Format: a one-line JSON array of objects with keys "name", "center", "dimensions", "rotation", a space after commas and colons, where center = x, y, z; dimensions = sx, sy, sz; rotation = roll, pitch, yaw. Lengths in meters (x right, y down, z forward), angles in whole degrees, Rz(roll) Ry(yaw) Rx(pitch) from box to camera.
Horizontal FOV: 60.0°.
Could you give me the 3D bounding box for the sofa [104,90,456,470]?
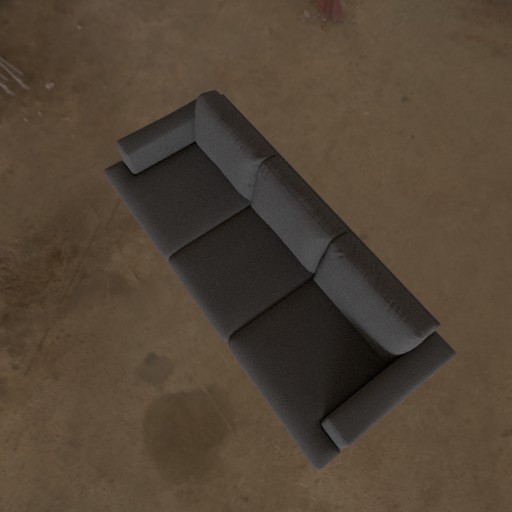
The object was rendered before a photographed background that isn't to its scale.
[{"name": "sofa", "center": [0.000, 0.000, 2.734], "dimensions": [0.920, 0.810, 2.310], "rotation": [-34, 69, -15]}]
